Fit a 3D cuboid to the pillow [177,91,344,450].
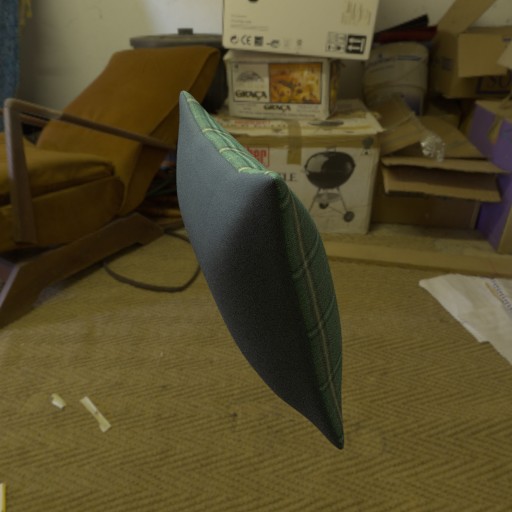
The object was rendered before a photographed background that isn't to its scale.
[{"bbox_3d":[0.000,0.000,0.697,0.200,0.430,0.453,-9,31,-16],"label":"pillow"}]
